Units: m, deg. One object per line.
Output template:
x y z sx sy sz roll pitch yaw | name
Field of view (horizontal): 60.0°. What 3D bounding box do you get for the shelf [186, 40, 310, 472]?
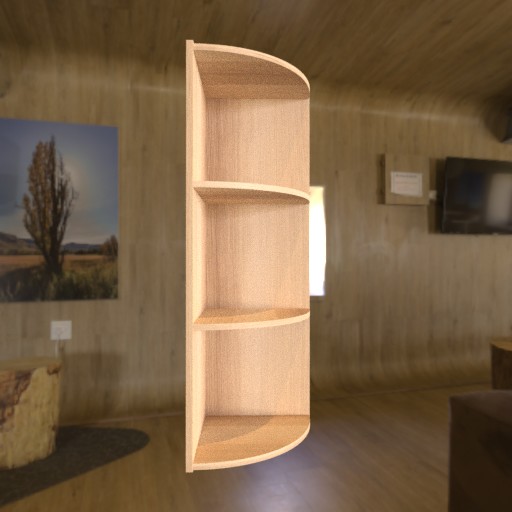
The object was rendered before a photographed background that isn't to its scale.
0.000 0.000 1.042 0.290 0.872 0.290 0 0 -1 | shelf
